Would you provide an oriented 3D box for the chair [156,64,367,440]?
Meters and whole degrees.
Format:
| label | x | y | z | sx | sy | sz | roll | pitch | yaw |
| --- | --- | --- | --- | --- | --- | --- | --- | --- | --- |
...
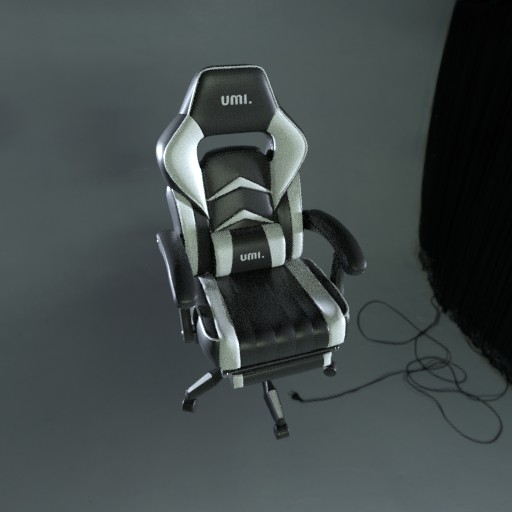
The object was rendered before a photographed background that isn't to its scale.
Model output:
| label | x | y | z | sx | sy | sz | roll | pitch | yaw |
| --- | --- | --- | --- | --- | --- | --- | --- | --- | --- |
| chair | 0.000 | 0.000 | 1.601 | 0.676 | 1.200 | 0.700 | -10 | 33 | -15 |
